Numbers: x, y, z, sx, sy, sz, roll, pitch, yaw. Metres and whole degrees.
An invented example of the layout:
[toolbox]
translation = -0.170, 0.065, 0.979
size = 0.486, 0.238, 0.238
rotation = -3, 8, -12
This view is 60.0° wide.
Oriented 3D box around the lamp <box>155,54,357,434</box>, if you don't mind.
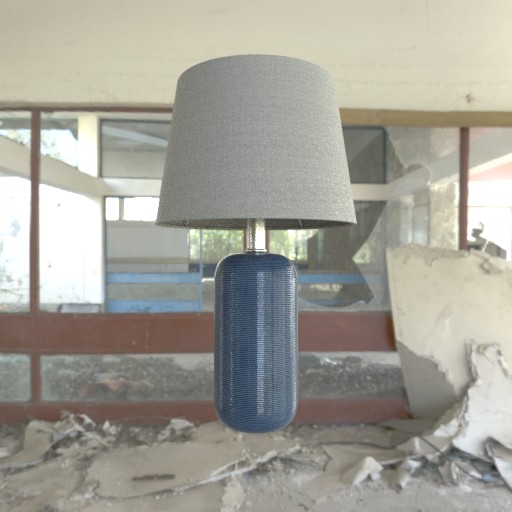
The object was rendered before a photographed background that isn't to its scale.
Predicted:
[lamp]
translation = 0.000, 0.000, 0.570
size = 0.253, 0.428, 0.253
rotation = 0, 1, 0
